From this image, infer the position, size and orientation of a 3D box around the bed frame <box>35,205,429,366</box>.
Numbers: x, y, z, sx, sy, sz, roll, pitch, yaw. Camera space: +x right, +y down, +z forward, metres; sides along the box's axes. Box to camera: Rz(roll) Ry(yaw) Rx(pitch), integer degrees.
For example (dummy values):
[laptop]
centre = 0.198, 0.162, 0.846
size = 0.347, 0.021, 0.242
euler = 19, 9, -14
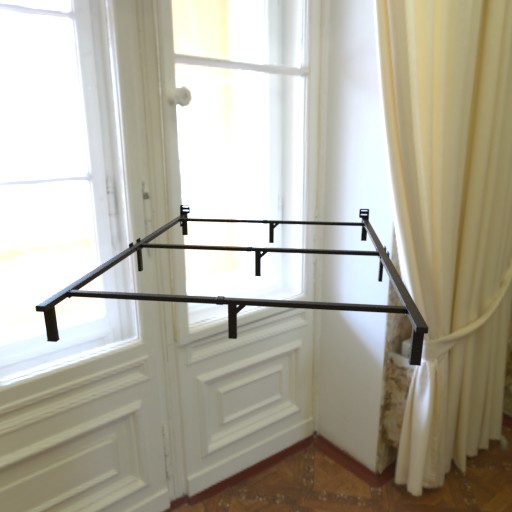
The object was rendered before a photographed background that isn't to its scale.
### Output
[bed frame]
centre = 0.000, 0.000, 2.607
size = 1.498, 0.248, 1.990
euler = 2, 16, 7
